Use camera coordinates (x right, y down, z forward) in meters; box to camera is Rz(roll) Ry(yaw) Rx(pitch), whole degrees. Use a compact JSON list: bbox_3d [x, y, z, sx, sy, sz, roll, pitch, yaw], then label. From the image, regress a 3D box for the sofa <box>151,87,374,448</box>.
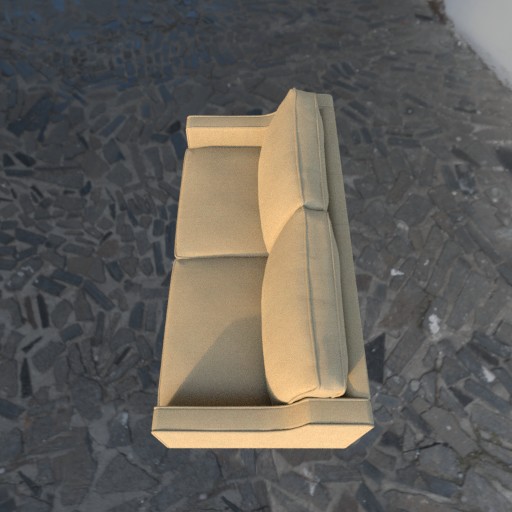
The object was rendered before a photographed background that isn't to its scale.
[{"bbox_3d":[0.000,0.000,2.820,1.066,1.071,2.178,0,59,0],"label":"sofa"}]
